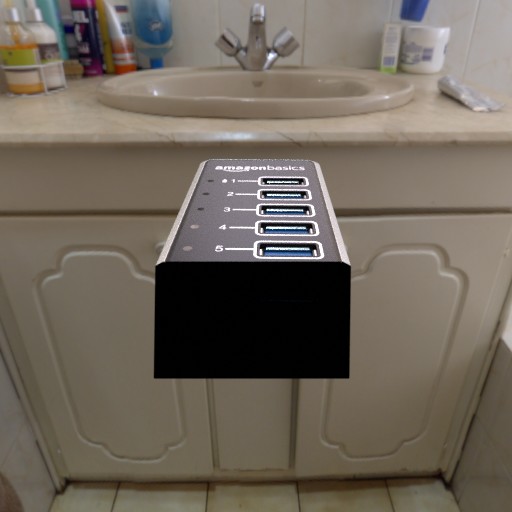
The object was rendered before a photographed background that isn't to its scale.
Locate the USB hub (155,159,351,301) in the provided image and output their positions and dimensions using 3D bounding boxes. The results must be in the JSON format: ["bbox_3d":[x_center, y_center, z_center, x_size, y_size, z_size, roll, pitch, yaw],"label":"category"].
[{"bbox_3d":[0.000,0.000,0.126,0.044,0.023,0.110,1,29,1],"label":"USB hub"}]
